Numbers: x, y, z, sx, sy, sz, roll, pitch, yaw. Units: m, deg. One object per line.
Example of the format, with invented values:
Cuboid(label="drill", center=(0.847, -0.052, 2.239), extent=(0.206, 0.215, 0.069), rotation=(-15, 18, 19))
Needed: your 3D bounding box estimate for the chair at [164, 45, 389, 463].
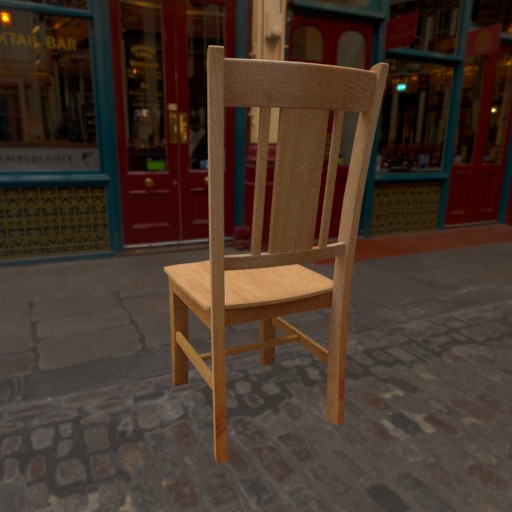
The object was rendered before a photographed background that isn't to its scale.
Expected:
Cuboid(label="chair", center=(0.000, 0.000, 1.290), extent=(0.450, 0.998, 0.556), rotation=(-7, 15, -25))
